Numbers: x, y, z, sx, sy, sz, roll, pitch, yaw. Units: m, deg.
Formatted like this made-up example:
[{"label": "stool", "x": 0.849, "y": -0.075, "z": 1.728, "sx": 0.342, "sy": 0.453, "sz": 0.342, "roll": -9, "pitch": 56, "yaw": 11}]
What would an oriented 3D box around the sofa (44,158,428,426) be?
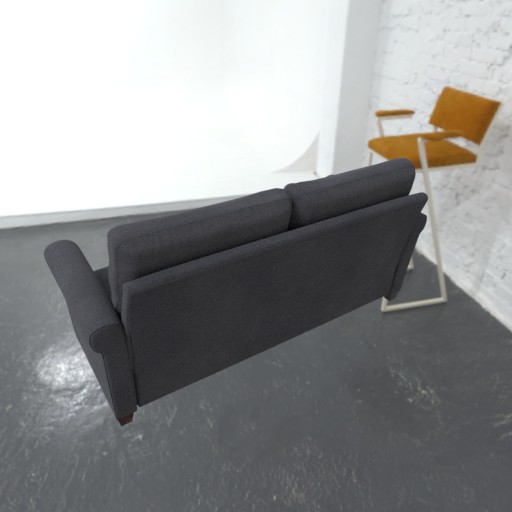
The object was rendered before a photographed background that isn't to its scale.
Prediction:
[{"label": "sofa", "x": 0.000, "y": 0.000, "z": 2.381, "sx": 1.935, "sy": 0.942, "sz": 0.842, "roll": -18, "pitch": 34, "yaw": -29}]
